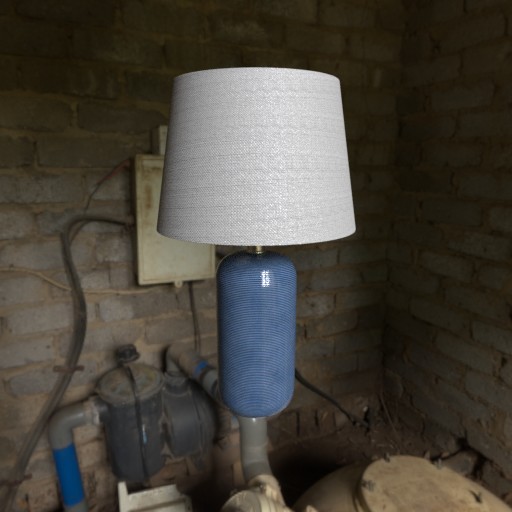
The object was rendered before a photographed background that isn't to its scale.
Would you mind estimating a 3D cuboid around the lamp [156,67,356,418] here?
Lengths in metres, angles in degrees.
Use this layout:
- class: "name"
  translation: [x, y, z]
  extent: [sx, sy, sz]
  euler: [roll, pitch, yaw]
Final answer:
- class: "lamp"
  translation: [0.000, 0.000, 0.584]
  extent: [0.253, 0.428, 0.253]
  euler: [0, 13, 0]
